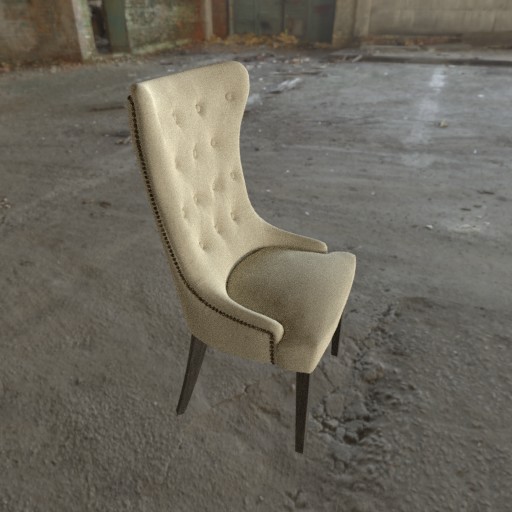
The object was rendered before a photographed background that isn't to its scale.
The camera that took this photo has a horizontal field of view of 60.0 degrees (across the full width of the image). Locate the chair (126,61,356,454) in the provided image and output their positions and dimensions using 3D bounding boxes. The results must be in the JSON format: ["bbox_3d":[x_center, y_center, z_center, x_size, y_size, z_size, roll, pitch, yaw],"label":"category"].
[{"bbox_3d":[0.000,0.000,1.395,0.590,1.065,0.584,11,32,19],"label":"chair"}]
